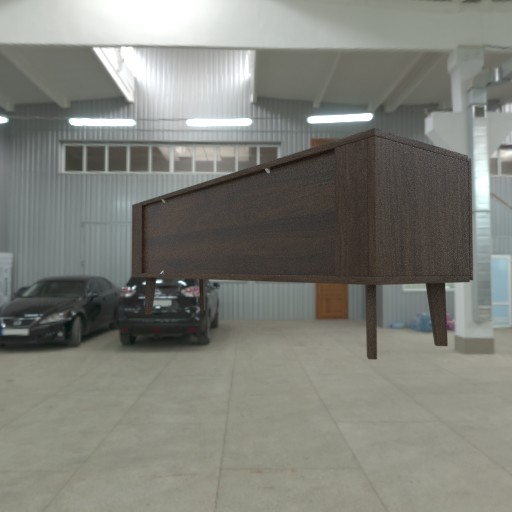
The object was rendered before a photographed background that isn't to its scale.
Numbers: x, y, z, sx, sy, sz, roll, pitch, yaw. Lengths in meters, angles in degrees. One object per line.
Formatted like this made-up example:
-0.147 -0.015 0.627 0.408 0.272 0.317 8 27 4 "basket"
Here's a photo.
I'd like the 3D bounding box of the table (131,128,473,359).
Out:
0.000 0.000 1.623 0.405 0.508 1.397 1 -2 -37 "table"
